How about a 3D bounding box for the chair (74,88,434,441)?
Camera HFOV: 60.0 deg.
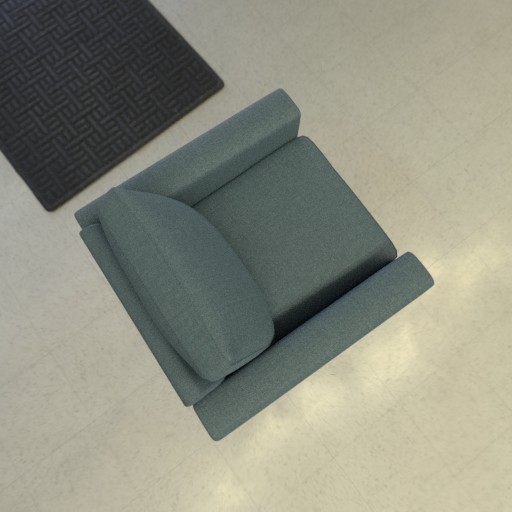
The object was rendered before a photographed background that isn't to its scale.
[{"bbox_3d":[0.000,0.000,1.882,1.038,1.010,1.024,-34,79,-8],"label":"chair"}]
